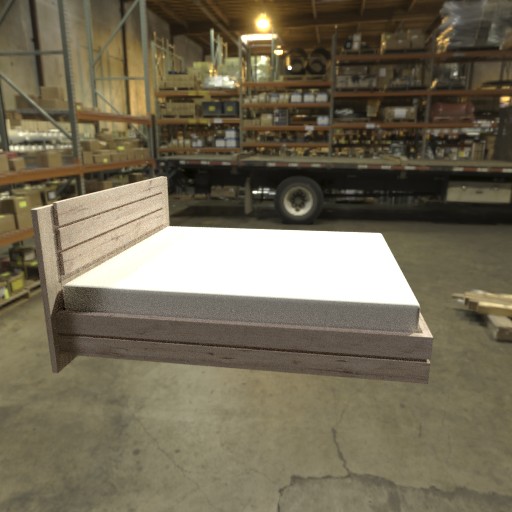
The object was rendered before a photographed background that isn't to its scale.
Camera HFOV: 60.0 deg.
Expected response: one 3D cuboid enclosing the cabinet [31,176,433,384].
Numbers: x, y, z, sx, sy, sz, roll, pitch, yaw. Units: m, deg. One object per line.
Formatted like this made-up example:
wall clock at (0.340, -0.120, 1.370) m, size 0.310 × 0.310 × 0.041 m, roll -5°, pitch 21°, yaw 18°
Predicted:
cabinet at (0.000, 0.000, 3.214) m, size 2.080 × 0.970 × 1.950 m, roll 2°, pitch 15°, yaw 9°
